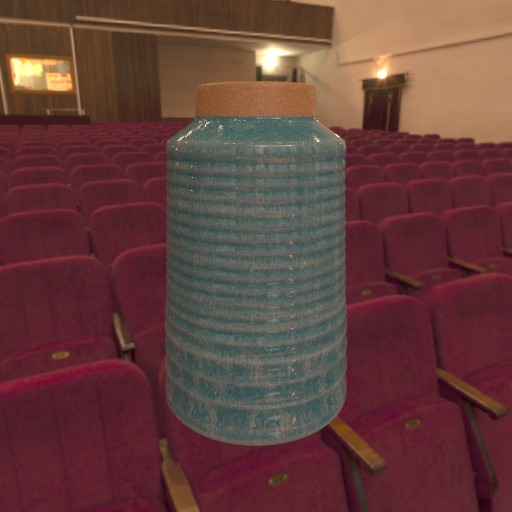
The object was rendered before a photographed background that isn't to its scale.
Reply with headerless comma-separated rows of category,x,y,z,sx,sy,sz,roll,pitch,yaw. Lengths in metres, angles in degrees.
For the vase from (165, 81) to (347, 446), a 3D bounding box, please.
vase,0.000,0.000,0.373,0.163,0.267,0.163,0,16,0
